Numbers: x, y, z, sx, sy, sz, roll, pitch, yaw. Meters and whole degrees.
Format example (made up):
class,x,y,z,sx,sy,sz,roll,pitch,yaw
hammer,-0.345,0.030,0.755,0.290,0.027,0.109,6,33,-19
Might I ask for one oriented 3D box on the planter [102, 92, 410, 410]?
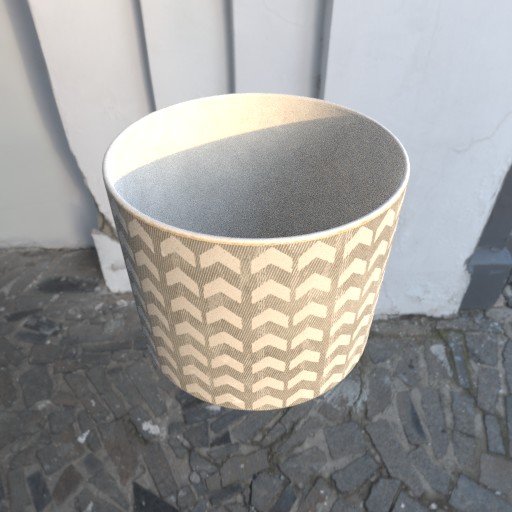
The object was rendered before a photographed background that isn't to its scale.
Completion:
class,x,y,z,sx,sy,sz,roll,pitch,yaw
planter,0.000,0.000,0.341,0.190,0.181,0.190,0,41,0
